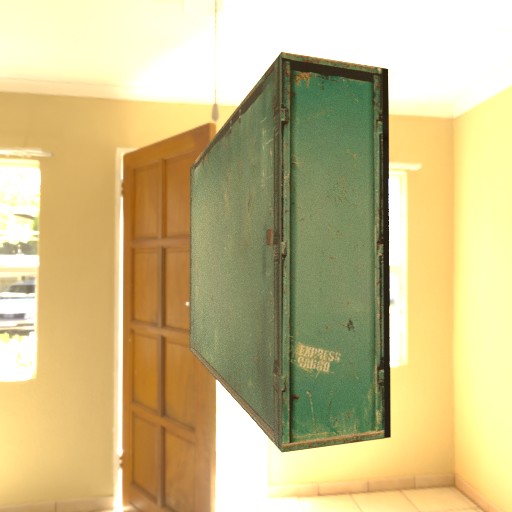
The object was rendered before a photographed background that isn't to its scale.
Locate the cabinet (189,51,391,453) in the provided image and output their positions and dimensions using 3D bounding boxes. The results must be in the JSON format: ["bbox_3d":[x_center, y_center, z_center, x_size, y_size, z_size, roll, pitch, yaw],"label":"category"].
[{"bbox_3d":[0.000,0.000,3.915,0.680,2.160,3.001,0,-1,-18],"label":"cabinet"}]
